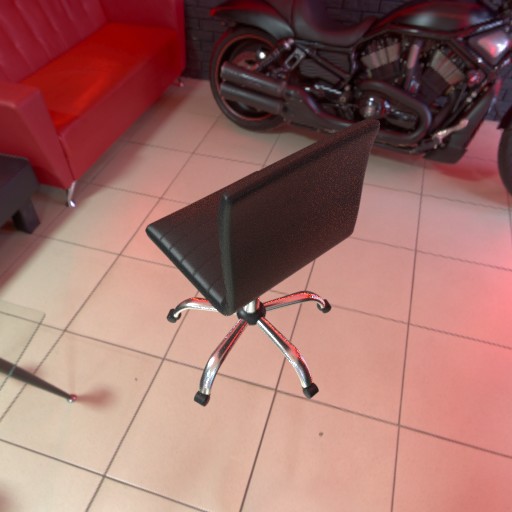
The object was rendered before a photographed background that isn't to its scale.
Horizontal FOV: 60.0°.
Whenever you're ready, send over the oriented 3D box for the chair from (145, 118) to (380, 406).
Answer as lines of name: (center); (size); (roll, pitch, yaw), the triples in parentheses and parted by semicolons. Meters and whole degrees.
chair: (0.000, 0.000, 1.157); (0.556, 0.780, 0.530); (-31, 54, -26)
